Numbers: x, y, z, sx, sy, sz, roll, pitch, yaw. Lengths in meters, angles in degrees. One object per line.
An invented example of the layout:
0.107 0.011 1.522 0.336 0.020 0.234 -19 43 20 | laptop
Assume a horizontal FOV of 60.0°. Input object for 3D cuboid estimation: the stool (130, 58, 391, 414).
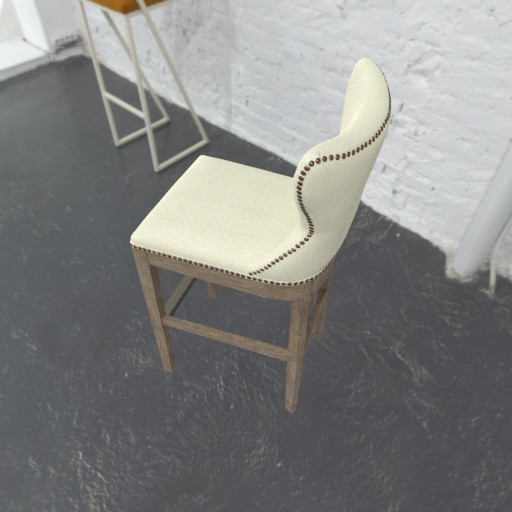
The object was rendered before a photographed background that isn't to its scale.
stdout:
0.000 0.000 1.390 0.606 1.123 0.494 16 49 15 | stool
